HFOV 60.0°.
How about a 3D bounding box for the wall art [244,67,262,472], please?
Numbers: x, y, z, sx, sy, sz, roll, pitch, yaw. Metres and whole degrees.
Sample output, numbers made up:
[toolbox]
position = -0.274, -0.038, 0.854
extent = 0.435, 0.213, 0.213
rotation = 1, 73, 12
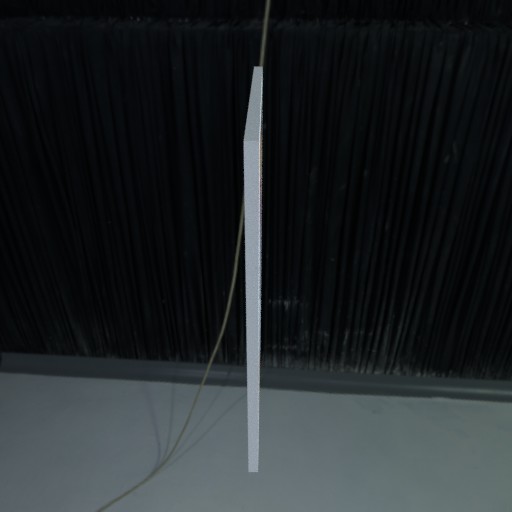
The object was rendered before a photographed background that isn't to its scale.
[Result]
[wall art]
position = 0.000, 0.000, 0.646
extent = 0.013, 0.456, 0.382
rotation = 1, 32, 1
